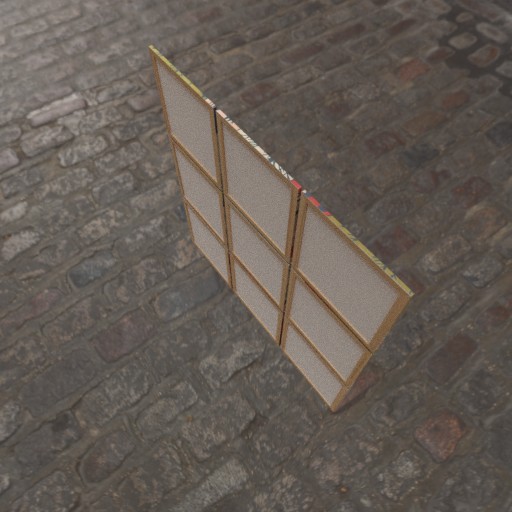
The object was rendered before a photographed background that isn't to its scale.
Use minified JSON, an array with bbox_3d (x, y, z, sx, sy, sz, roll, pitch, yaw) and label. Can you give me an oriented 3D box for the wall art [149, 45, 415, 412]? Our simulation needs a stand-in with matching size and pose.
[{"bbox_3d":[0.000,0.000,1.801,0.013,1.218,1.206,-33,64,-18],"label":"wall art"}]
